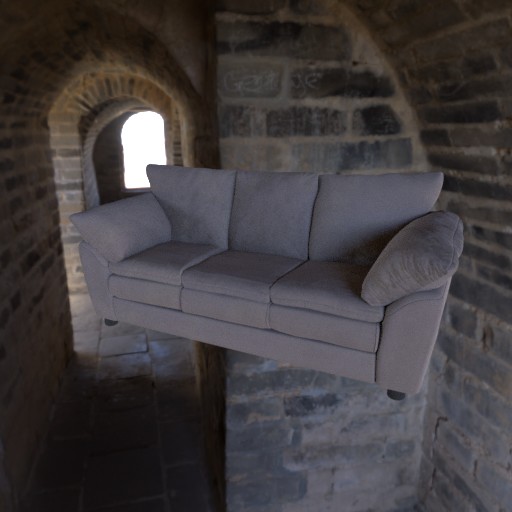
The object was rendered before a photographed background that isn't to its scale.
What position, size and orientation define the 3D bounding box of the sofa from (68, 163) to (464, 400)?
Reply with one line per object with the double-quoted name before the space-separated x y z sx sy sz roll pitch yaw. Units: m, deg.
"sofa" 0.000 0.000 2.784 2.336 1.073 0.878 8 17 27
